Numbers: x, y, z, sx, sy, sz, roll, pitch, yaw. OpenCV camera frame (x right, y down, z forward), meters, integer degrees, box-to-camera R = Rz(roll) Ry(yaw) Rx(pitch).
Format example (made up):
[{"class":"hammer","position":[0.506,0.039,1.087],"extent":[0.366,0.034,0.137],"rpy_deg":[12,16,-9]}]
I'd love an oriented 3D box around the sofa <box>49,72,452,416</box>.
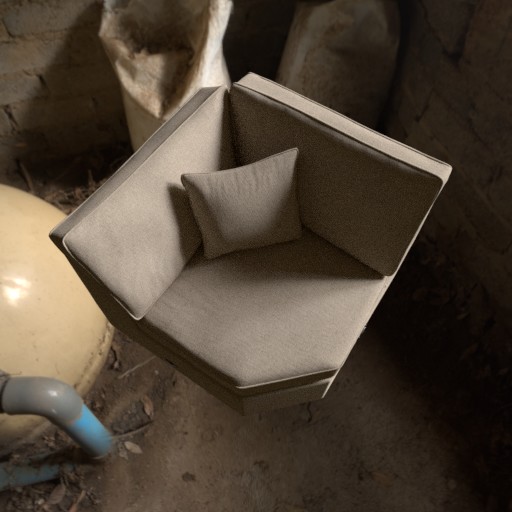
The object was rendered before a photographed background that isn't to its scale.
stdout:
[{"class":"sofa","position":[0.000,0.000,1.843],"extent":[1.042,0.937,1.050],"rpy_deg":[30,63,18]}]
